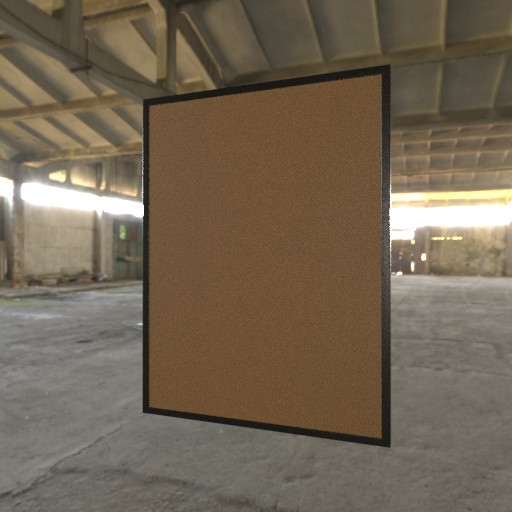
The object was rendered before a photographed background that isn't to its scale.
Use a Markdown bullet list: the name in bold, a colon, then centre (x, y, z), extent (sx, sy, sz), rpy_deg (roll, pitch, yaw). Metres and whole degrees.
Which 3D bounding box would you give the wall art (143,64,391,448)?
- **wall art**: centre (0.000, 0.000, 1.381), extent (0.804, 1.061, 0.039), rpy_deg (0, 0, 20)
